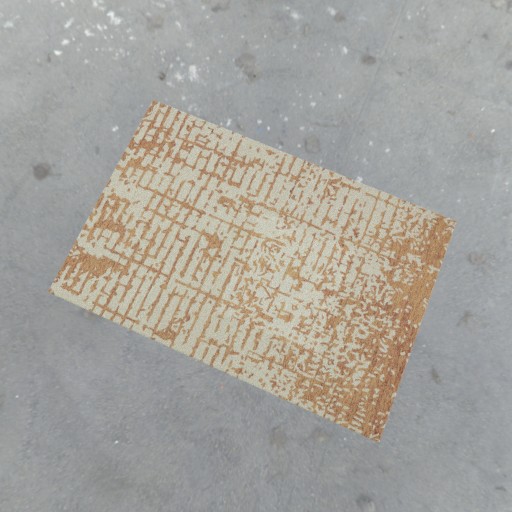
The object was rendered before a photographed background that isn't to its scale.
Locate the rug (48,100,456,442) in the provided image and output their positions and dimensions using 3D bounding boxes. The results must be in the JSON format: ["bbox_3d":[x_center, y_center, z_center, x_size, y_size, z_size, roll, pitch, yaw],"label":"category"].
[{"bbox_3d":[0.000,0.000,2.348,1.829,0.011,1.219,23,78,5],"label":"rug"}]
